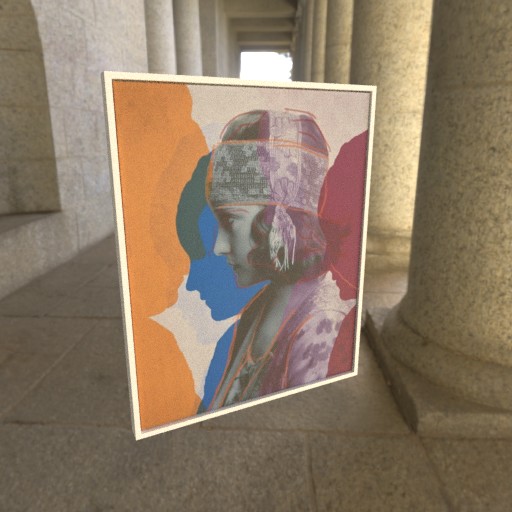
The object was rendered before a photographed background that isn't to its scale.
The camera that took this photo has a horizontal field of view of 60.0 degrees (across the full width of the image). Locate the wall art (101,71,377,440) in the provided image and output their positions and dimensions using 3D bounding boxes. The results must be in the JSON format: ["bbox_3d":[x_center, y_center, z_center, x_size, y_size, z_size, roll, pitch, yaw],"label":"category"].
[{"bbox_3d":[0.000,0.000,0.741,0.443,0.549,0.030,-8,18,-25],"label":"wall art"}]
